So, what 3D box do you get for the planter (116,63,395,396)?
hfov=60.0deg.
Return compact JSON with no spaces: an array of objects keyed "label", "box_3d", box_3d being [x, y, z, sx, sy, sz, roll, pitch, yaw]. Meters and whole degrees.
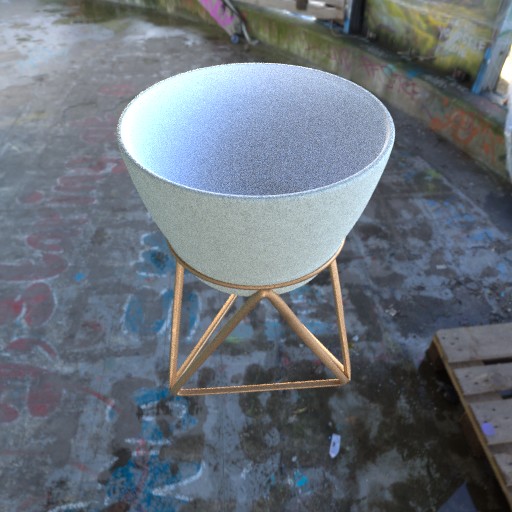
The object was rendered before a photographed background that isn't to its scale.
[{"label":"planter","box_3d":[0.000,0.000,0.744,0.350,0.504,0.350,-3,45,-3]}]
